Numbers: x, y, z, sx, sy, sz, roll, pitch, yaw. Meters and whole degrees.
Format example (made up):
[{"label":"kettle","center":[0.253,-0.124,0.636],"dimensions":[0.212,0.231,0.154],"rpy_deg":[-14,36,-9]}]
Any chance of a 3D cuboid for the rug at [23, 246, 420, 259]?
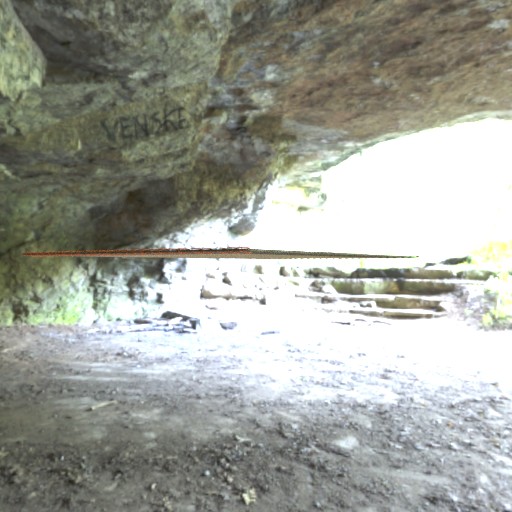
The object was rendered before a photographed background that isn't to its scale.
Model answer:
[{"label":"rug","center":[0.000,0.000,2.315],"dimensions":[1.220,0.019,1.838],"rpy_deg":[-1,-1,35]}]
